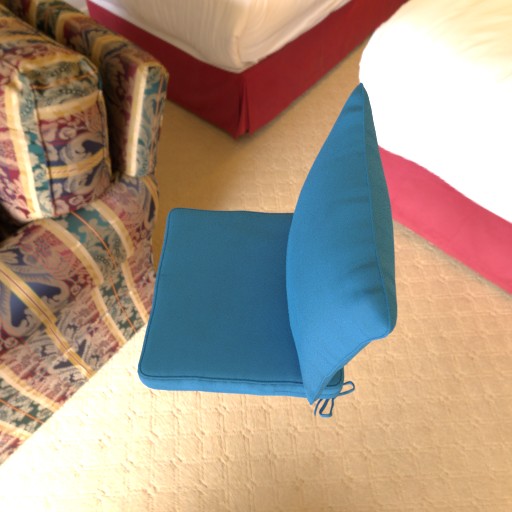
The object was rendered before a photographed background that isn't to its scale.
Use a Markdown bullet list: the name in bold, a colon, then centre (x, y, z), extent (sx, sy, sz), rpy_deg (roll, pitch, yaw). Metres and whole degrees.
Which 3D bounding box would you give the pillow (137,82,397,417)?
- **pillow**: centre (0.000, 0.000, 1.370), extent (0.733, 0.725, 0.798), rpy_deg (3, 58, 2)
